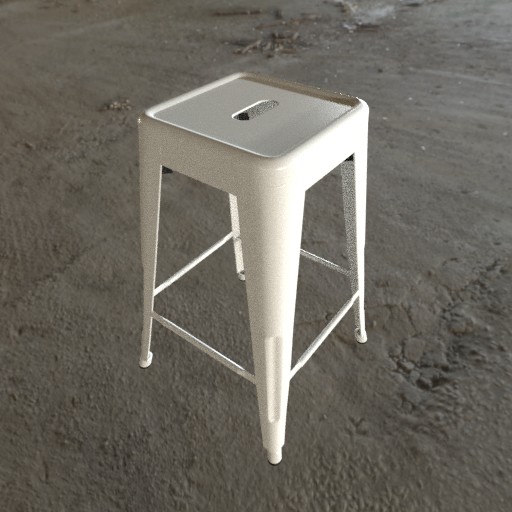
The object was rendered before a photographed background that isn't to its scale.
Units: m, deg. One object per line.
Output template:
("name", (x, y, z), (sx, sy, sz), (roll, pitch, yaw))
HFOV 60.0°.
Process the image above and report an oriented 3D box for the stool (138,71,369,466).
("stool", (0.000, 0.000, 0.890), (0.406, 0.610, 0.406), (26, 46, 28))
